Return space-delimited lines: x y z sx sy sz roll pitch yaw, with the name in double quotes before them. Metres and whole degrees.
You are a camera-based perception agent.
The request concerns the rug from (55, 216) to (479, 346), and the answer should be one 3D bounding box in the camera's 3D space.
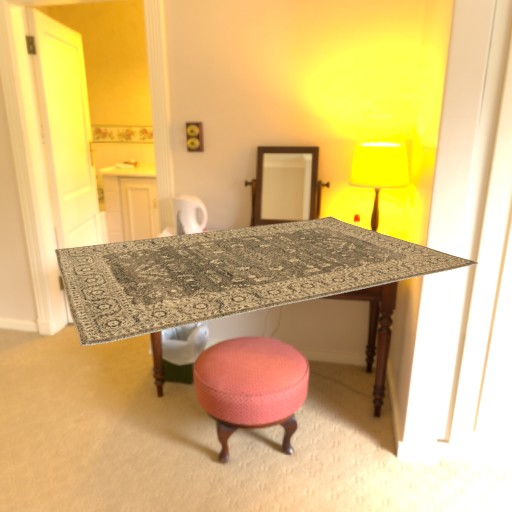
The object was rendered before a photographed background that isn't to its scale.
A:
"rug" 0.000 0.000 2.266 1.828 0.019 1.209 -8 19 -26
